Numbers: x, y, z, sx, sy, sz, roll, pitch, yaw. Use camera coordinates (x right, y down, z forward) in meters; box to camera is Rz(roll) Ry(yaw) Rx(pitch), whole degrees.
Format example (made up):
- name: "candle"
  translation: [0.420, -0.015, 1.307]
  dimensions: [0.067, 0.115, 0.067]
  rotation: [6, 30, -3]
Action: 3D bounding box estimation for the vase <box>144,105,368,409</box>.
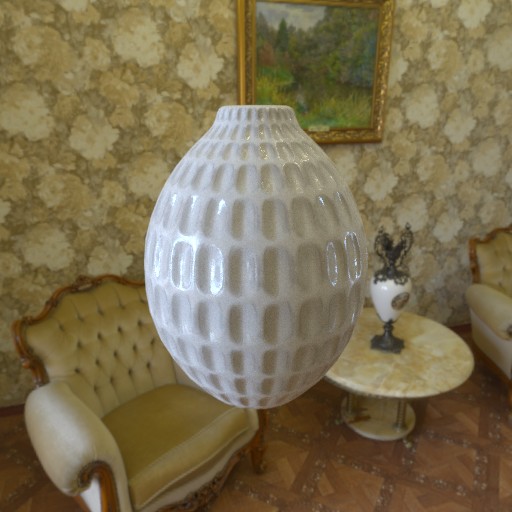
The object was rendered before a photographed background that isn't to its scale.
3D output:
- name: "vase"
  translation: [0.000, 0.000, 0.260]
  dimensions: [0.128, 0.167, 0.128]
  rotation: [0, 18, 0]
